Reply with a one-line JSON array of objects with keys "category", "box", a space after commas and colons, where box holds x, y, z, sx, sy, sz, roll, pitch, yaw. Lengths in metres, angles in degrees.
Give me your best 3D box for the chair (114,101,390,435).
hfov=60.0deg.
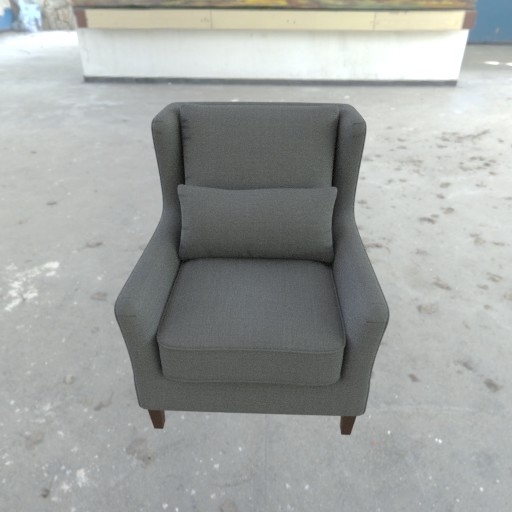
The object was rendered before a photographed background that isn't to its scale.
[{"category": "chair", "box": [0.000, 0.000, 1.822, 0.866, 1.056, 1.040, 1, 32, 2]}]
